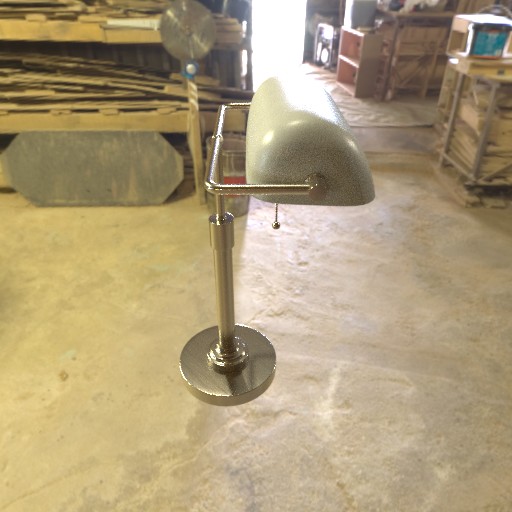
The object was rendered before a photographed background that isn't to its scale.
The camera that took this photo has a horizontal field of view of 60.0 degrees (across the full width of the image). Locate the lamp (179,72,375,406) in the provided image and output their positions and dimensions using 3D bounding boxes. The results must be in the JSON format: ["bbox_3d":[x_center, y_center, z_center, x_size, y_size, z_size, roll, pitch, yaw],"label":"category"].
[{"bbox_3d":[0.000,0.000,0.559,0.227,0.404,0.269,0,34,-1],"label":"lamp"}]
